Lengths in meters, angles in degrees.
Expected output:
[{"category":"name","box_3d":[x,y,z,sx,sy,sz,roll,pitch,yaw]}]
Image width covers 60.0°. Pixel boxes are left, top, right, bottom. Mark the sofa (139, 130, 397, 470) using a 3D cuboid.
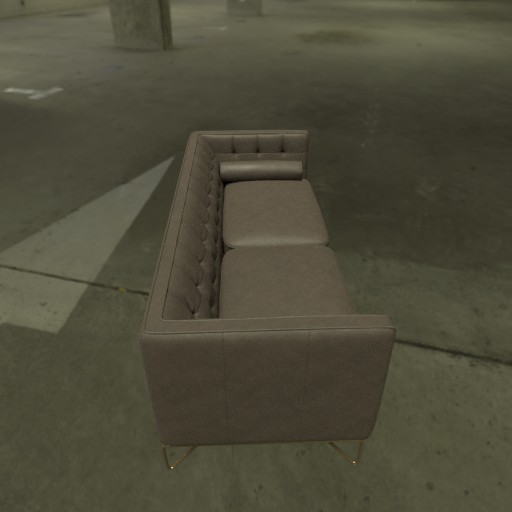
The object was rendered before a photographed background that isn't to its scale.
[{"category":"sofa","box_3d":[0.000,0.000,2.493,0.867,0.789,2.087,-1,33,-2]}]
